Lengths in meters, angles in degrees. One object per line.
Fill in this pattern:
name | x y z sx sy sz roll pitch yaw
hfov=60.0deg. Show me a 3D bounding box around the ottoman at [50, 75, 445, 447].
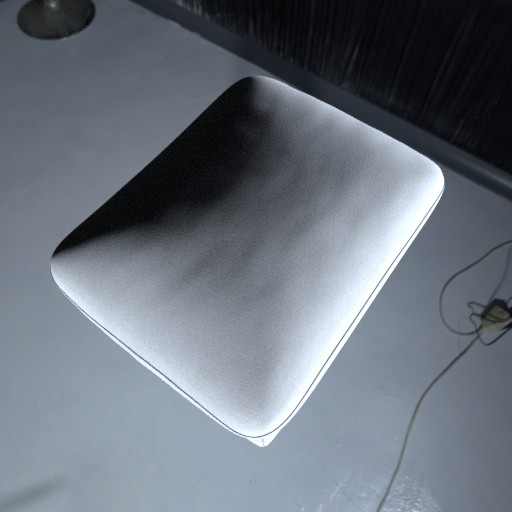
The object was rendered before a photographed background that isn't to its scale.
ottoman | 0.000 0.000 1.110 0.593 0.478 0.747 33 68 16
